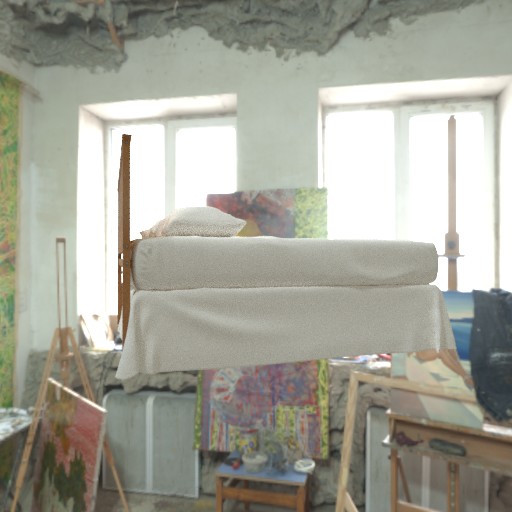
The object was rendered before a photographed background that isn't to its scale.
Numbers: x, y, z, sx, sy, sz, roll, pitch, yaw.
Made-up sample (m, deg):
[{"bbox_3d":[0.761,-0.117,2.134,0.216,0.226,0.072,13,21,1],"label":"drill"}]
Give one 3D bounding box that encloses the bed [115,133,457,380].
[{"bbox_3d":[0.000,0.000,3.629,2.215,1.270,2.317,0,0,-18],"label":"bed"}]
